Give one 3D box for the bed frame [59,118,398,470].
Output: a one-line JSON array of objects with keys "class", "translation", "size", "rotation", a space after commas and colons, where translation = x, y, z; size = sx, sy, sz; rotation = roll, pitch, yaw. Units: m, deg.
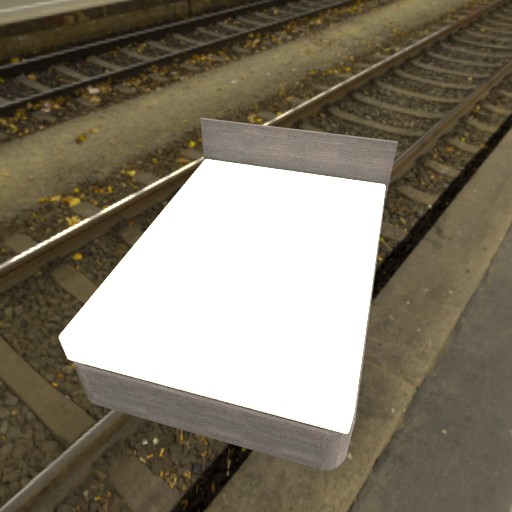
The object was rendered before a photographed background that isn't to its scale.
[{"class": "bed frame", "translation": [0.000, 0.000, 2.643], "size": [1.400, 0.800, 1.900], "rotation": [11, 40, 13]}]
